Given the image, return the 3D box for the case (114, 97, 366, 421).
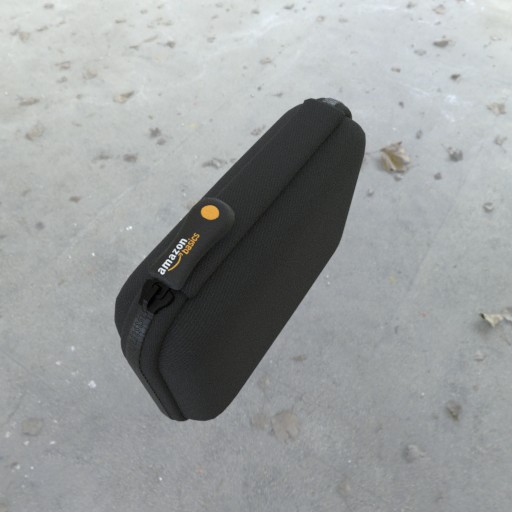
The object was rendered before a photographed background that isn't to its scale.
[{"bbox_3d":[0.000,0.000,0.181,0.038,0.105,0.132,29,61,18],"label":"case"}]
